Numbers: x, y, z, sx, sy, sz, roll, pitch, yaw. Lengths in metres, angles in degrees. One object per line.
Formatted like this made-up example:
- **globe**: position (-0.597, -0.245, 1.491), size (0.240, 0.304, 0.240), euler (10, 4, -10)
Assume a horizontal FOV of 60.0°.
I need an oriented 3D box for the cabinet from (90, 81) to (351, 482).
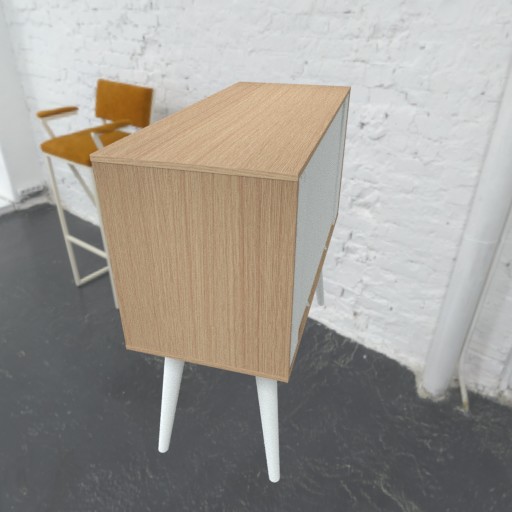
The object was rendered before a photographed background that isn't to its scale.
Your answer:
- **cabinet**: position (0.000, 0.000, 1.596), size (0.470, 1.016, 1.057), euler (8, 31, 14)
